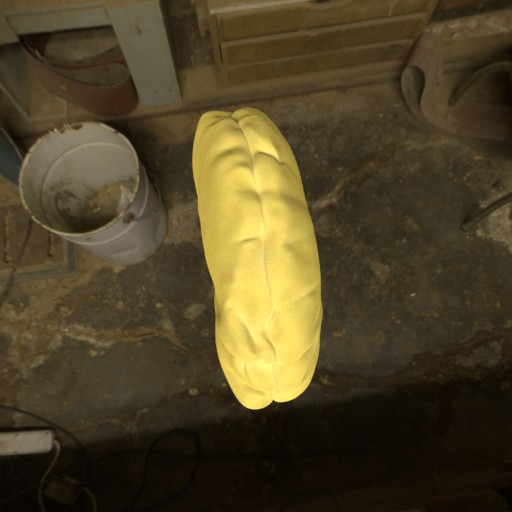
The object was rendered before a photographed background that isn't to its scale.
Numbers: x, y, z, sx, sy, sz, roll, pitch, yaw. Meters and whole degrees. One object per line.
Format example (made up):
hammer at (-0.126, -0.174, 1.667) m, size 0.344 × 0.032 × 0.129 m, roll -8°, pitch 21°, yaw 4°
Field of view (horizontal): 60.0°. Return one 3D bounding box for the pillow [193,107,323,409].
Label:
pillow at (0.000, 0.000, 0.655) m, size 0.148 × 0.407 × 0.428 m, roll -8°, pitch 76°, yaw -2°
